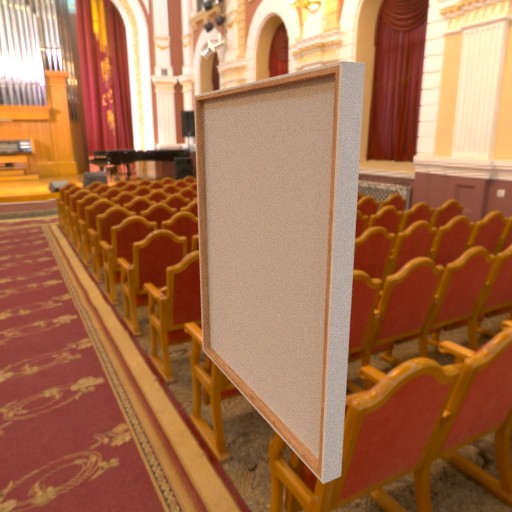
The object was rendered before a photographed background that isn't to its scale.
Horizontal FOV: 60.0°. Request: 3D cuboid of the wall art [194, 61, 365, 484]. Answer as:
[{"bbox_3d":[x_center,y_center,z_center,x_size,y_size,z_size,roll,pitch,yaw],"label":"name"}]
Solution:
[{"bbox_3d":[0.000,0.000,0.831,0.037,0.606,0.508,-8,17,-27],"label":"wall art"}]
